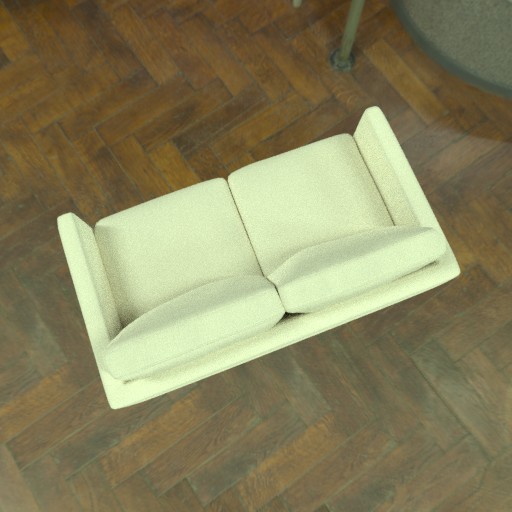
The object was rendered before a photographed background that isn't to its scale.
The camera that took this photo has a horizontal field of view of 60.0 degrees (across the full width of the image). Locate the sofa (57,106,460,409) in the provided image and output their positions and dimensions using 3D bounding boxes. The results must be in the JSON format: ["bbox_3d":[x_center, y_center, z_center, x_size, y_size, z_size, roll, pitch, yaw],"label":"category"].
[{"bbox_3d":[0.000,0.000,2.294,1.702,0.888,0.964,-20,78,-5],"label":"sofa"}]
